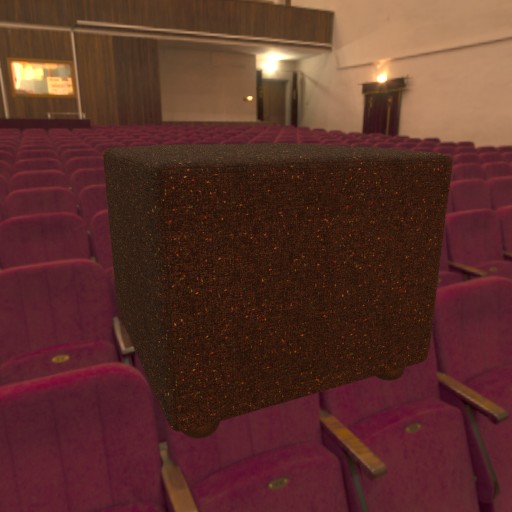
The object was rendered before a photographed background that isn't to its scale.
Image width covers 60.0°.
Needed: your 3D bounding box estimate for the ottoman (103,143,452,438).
[{"bbox_3d":[0.000,0.000,0.891,0.508,0.432,0.508,-7,18,-24],"label":"ottoman"}]
